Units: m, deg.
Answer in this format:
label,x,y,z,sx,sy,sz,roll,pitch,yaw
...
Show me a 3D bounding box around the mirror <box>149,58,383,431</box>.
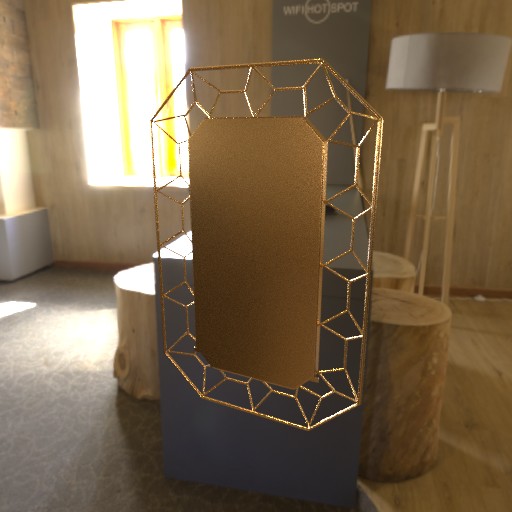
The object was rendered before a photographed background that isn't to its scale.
label,x,y,z,sx,sy,sz,roll,pitch,yaw
mirror,0.000,0.000,1.089,0.572,0.870,0.051,8,18,25
